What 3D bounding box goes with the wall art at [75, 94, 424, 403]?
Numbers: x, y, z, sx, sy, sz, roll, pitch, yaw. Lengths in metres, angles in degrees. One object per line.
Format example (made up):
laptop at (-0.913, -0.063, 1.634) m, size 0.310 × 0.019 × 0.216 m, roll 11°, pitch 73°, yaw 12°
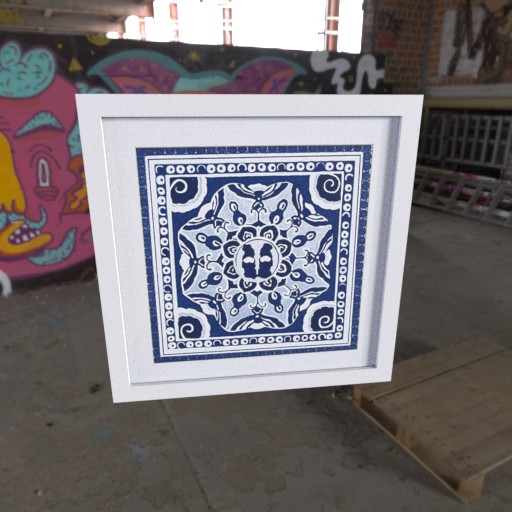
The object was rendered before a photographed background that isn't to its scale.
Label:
wall art at (0.000, 0.000, 0.518) m, size 0.355 × 0.355 × 0.027 m, roll -2°, pitch 19°, yaw -7°
